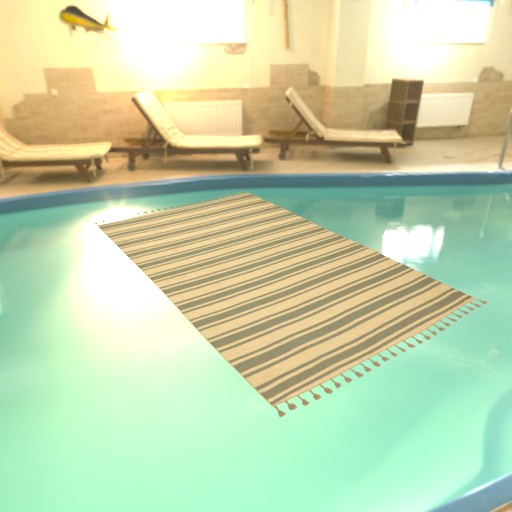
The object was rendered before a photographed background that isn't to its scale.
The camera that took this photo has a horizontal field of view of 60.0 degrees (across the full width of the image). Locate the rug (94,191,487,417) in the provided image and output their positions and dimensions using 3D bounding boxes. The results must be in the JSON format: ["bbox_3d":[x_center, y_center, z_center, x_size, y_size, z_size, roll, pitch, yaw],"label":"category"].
[{"bbox_3d":[0.000,0.000,2.508,1.222,0.009,2.084,-17,31,-31],"label":"rug"}]
